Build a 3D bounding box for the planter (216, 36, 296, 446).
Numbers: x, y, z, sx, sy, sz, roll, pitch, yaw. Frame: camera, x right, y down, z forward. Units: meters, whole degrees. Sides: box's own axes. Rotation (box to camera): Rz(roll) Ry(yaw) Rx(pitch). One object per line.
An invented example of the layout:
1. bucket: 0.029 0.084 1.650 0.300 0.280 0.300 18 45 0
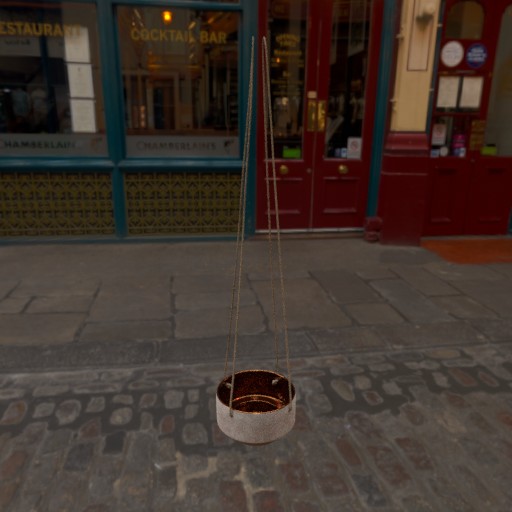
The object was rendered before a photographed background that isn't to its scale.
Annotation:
1. planter: 0.000 0.000 1.140 0.223 1.030 0.223 -2 16 -9
